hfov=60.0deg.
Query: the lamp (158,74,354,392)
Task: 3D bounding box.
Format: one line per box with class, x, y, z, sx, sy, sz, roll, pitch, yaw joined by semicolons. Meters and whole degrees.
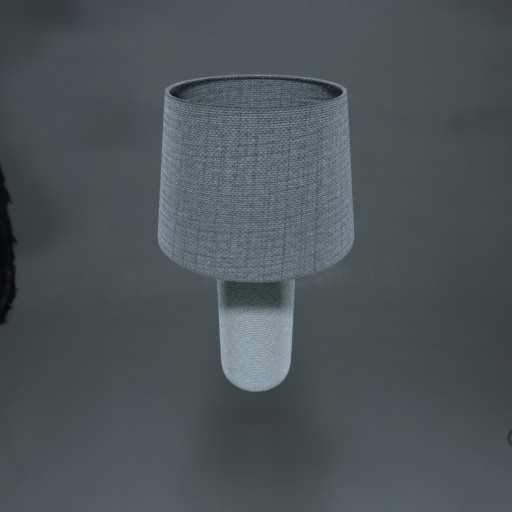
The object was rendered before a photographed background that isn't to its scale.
lamp;0.000;0.000;0.597;0.251;0.429;0.251;0;30;0
